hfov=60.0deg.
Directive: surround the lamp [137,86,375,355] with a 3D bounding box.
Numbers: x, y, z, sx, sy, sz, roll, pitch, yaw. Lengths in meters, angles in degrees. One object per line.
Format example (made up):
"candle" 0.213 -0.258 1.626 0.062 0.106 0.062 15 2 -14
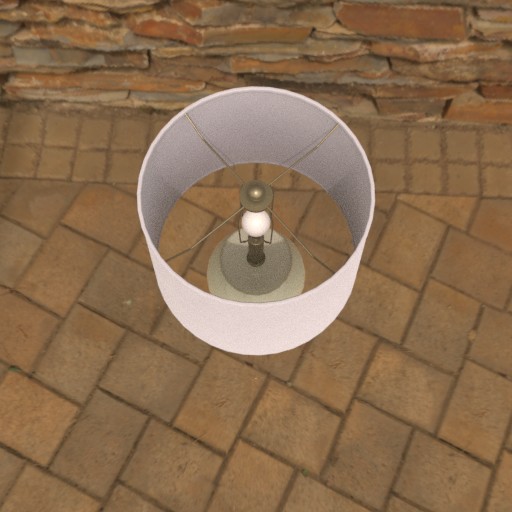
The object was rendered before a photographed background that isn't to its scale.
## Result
"lamp" 0.000 0.000 0.542 0.239 0.399 0.239 0 75 0
